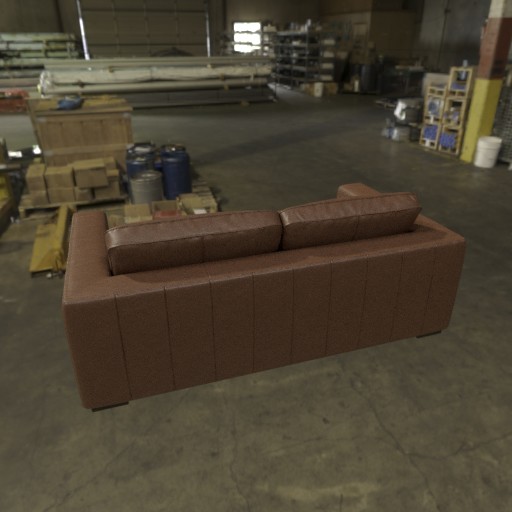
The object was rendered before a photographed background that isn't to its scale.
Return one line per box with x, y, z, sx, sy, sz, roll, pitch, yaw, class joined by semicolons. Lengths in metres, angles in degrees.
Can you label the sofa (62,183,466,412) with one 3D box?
0.000;0.000;2.465;1.920;0.800;1.070;-8;27;-17;sofa
